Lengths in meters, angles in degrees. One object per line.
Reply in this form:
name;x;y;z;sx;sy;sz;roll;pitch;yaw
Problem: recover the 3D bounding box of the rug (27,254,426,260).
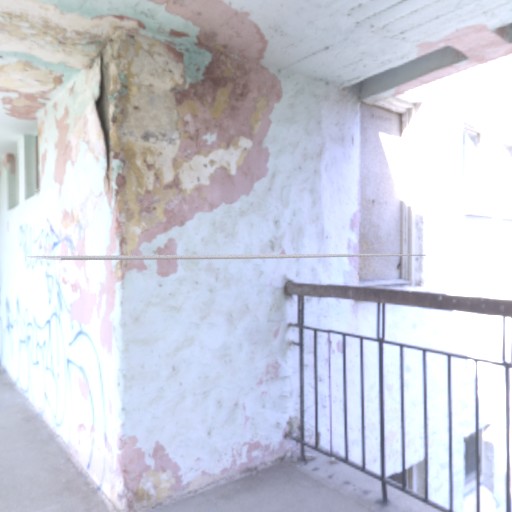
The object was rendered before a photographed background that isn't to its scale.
rug;0.000;0.000;2.753;2.442;0.016;0.770;-1;1;-36
